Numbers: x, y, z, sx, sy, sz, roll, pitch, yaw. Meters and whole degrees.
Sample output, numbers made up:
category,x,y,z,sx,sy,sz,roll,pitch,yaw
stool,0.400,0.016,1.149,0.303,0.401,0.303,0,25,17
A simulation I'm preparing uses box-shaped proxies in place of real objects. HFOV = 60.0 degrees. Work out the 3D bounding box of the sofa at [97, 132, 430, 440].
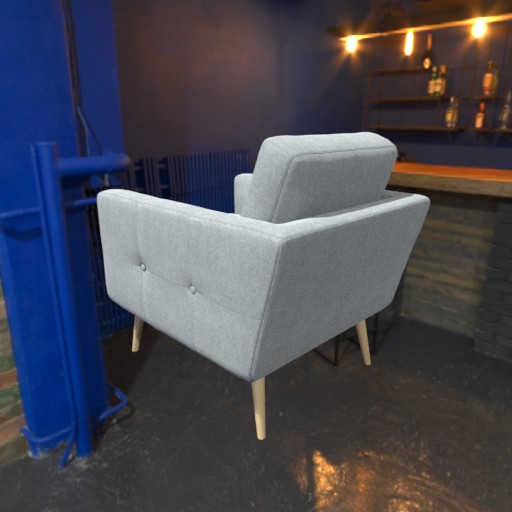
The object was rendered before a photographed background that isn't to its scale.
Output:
category,x,y,z,sx,sy,sz,roll,pitch,yaw
sofa,0.000,0.000,1.590,0.770,0.860,0.920,-17,24,-42
